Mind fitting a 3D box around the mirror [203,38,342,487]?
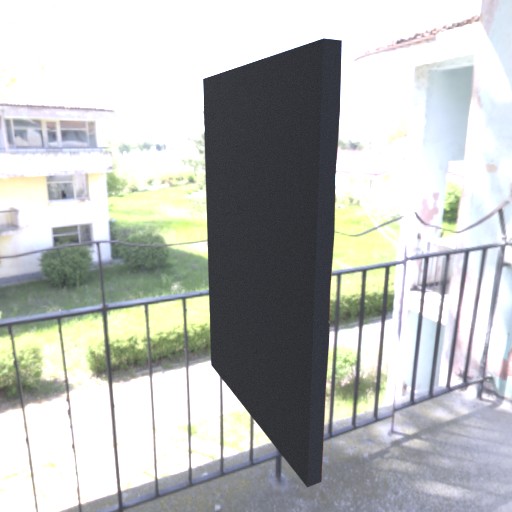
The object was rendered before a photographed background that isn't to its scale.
[{"bbox_3d":[0.000,0.000,1.136,0.044,0.912,0.606,-7,17,-25],"label":"mirror"}]
